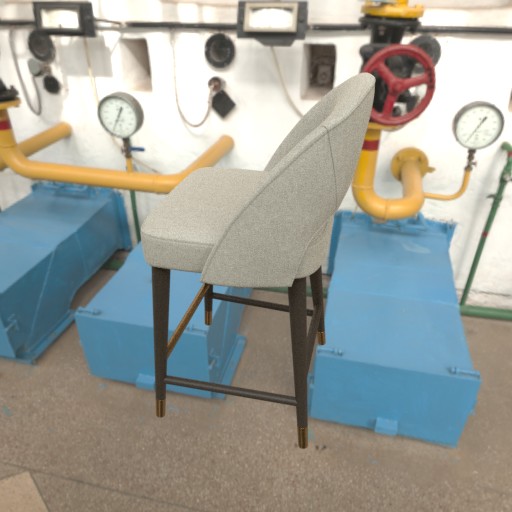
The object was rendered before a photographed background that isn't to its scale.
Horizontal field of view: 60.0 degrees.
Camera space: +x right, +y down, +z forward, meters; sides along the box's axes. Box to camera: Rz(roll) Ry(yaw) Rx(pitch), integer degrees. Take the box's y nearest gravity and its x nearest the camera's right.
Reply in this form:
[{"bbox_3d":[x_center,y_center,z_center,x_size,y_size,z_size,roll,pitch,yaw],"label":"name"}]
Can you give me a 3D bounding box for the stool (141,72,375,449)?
[{"bbox_3d":[0.000,0.000,1.210,0.509,0.940,0.494,8,33,12],"label":"stool"}]
